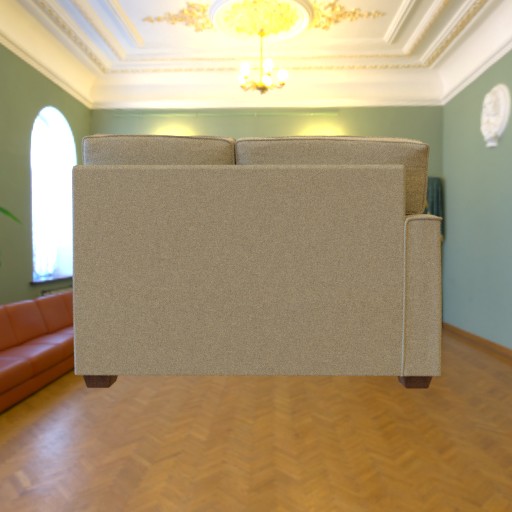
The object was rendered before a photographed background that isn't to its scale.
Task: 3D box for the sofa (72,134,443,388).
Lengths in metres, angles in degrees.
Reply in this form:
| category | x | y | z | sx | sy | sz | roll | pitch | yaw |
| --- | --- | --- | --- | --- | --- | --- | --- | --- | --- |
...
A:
| category | x | y | z | sx | sy | sz | roll | pitch | yaw |
| --- | --- | --- | --- | --- | --- | --- | --- | --- | --- |
| sofa | 0.000 | 0.000 | 2.098 | 1.388 | 0.989 | 0.991 | 0 | 1 | 0 |
